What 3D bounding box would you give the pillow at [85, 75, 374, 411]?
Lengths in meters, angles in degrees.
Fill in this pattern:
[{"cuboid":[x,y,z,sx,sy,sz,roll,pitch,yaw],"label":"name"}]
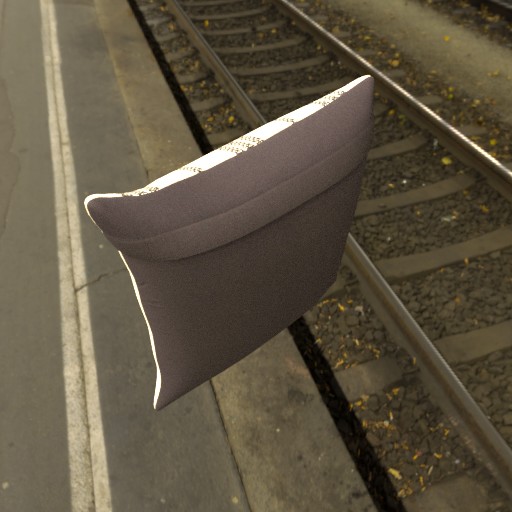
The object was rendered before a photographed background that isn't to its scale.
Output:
[{"cuboid":[0.000,0.000,0.626,0.405,0.406,0.173,-32,54,-27],"label":"pillow"}]
